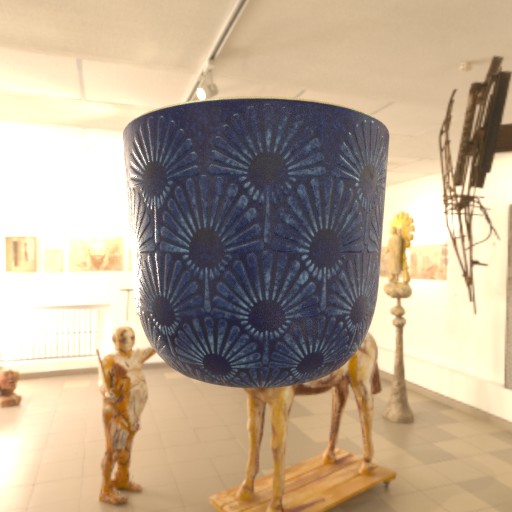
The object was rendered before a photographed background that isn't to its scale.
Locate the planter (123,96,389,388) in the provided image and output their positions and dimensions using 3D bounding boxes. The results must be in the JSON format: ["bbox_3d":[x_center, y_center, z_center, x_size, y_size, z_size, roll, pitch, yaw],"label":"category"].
[{"bbox_3d":[0.000,0.000,0.294,0.170,0.153,0.170,0,0,0],"label":"planter"}]
